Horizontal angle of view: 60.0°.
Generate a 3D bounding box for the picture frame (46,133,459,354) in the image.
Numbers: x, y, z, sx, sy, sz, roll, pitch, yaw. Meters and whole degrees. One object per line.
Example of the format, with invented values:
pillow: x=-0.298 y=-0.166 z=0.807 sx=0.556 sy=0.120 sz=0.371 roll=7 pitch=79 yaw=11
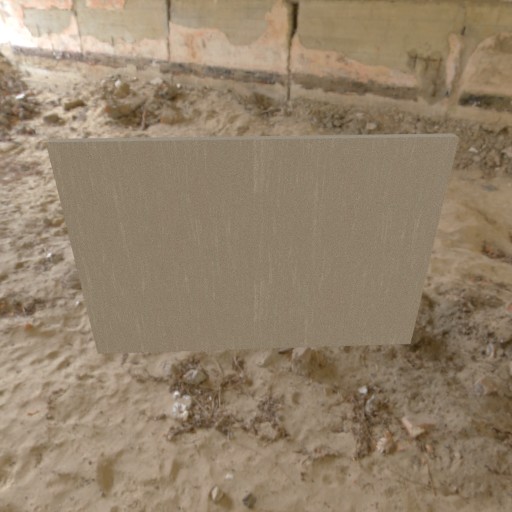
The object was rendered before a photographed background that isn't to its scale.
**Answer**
picture frame: x=0.000 y=0.000 z=1.195 sx=0.950 sy=0.640 sz=0.029 roll=-1 pitch=31 yaw=-2
